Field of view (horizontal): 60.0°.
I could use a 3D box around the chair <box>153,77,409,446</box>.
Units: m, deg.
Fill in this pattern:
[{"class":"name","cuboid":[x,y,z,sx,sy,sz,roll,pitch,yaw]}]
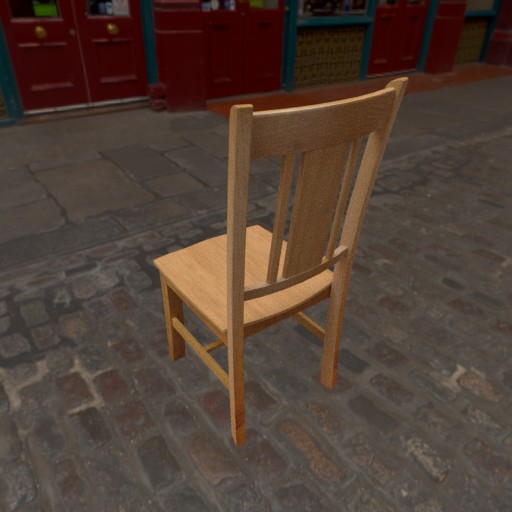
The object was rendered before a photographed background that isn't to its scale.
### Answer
[{"class":"chair","cuboid":[0.000,0.000,1.284,0.450,0.998,0.556,-21,37,-30]}]
